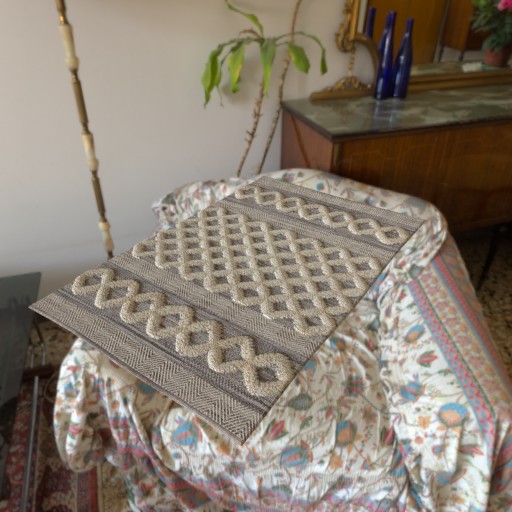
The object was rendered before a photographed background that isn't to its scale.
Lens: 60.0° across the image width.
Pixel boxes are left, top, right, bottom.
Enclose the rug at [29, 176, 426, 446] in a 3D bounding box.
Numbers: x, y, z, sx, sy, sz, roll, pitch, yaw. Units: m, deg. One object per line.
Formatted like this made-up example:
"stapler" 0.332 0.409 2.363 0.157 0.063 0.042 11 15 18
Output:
"rug" 0.000 0.000 2.928 1.513 0.033 2.333 21 38 29
